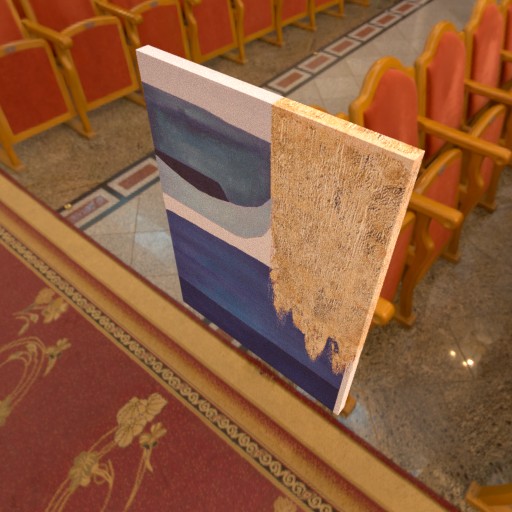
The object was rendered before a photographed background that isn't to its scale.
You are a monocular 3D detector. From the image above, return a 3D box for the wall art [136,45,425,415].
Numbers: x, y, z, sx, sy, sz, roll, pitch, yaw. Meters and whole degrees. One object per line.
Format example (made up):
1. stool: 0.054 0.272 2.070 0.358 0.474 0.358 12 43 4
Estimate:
1. wall art: 0.000 0.000 0.796 0.458 0.613 0.026 31 53 27
